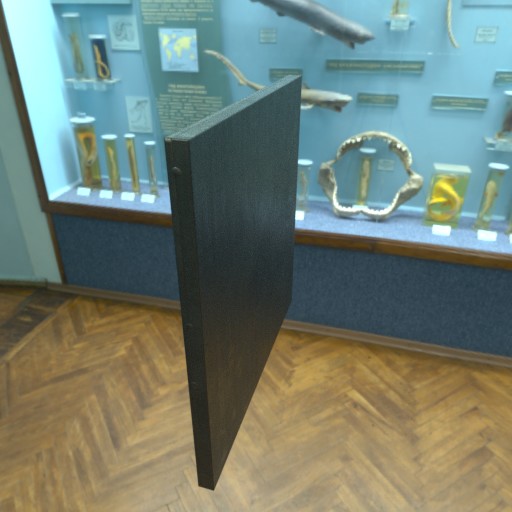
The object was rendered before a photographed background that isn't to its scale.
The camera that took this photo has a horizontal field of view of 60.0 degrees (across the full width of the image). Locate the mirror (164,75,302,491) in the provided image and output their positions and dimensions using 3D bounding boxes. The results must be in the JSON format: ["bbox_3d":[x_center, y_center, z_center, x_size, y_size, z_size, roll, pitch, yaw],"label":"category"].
[{"bbox_3d":[0.000,0.000,0.554,0.020,0.381,0.382,8,30,15],"label":"mirror"}]
